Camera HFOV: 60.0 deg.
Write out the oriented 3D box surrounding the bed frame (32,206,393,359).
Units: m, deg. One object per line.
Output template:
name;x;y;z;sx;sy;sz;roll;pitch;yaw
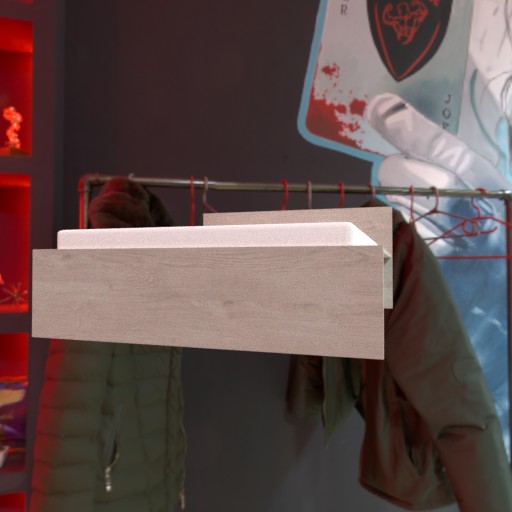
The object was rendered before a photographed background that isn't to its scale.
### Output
bed frame;0.000;0.000;2.813;1.622;0.800;1.960;0;-1;18
